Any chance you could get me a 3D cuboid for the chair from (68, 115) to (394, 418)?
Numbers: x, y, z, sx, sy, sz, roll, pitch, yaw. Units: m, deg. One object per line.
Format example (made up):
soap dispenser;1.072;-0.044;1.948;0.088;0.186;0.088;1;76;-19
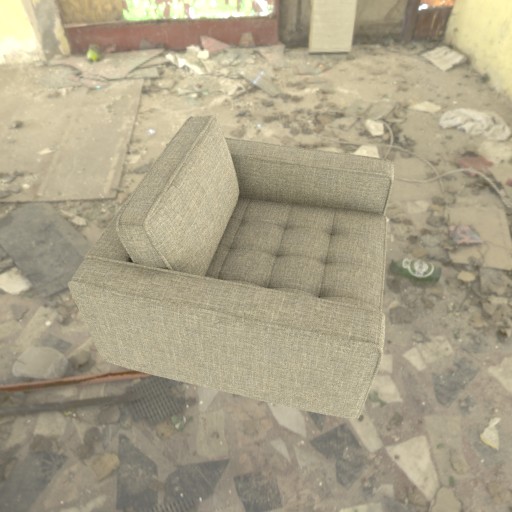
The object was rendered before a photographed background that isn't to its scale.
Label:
chair;0.000;0.000;1.617;0.914;0.765;0.889;10;46;10
